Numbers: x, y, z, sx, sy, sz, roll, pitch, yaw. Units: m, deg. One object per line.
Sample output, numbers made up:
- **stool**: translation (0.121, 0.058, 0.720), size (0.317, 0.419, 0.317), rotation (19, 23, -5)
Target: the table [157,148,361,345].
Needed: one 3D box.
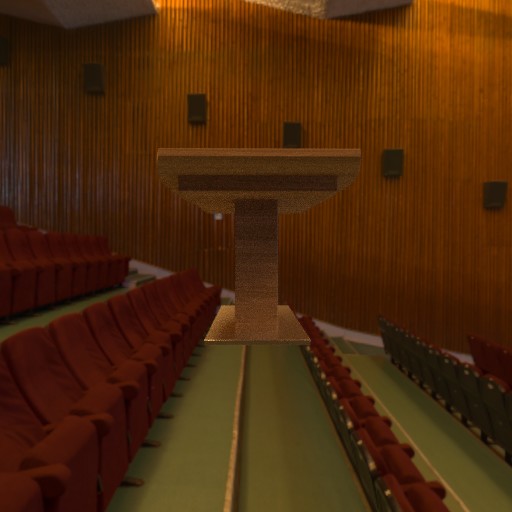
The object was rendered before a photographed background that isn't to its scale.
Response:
- **table**: translation (0.000, 0.000, 2.484), size (0.900, 0.750, 2.032), rotation (0, 1, -1)
